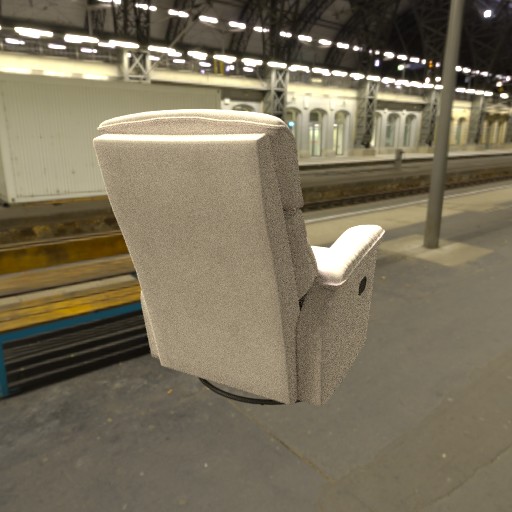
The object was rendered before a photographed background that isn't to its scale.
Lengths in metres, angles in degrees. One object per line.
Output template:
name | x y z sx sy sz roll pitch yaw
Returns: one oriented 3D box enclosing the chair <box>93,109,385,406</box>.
chair | 0.000 0.000 1.715 0.820 1.039 1.001 8 17 27
